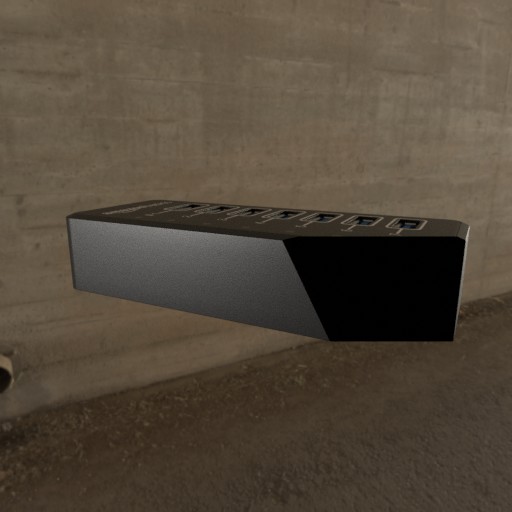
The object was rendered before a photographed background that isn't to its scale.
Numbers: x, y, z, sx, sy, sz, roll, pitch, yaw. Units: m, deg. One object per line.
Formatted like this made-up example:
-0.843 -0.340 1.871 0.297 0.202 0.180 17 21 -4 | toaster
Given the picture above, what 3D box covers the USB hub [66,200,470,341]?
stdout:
0.000 0.000 0.130 0.110 0.023 0.044 7 16 26 | USB hub
